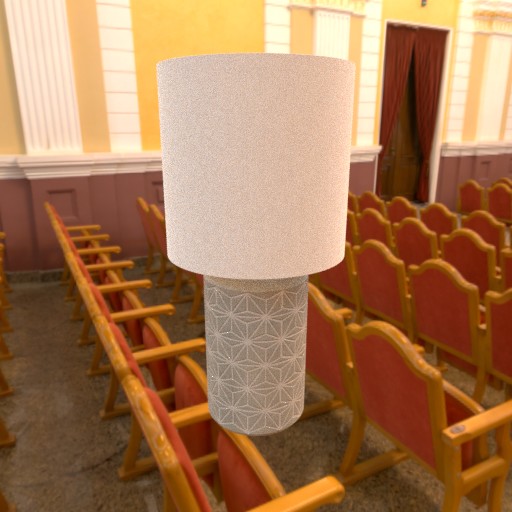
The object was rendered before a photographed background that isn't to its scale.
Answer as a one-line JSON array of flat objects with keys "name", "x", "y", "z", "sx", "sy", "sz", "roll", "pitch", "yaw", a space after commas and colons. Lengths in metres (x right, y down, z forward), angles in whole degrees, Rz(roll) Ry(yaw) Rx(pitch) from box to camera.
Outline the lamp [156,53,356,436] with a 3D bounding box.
[{"name": "lamp", "x": 0.000, "y": 0.000, "z": 0.528, "sx": 0.206, "sy": 0.416, "sz": 0.206, "roll": -9, "pitch": 19, "yaw": -27}]
